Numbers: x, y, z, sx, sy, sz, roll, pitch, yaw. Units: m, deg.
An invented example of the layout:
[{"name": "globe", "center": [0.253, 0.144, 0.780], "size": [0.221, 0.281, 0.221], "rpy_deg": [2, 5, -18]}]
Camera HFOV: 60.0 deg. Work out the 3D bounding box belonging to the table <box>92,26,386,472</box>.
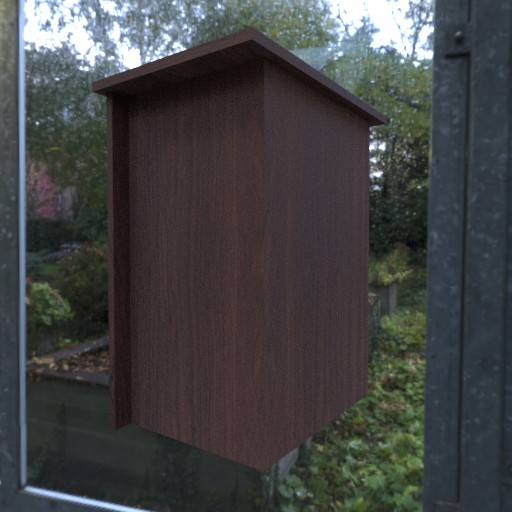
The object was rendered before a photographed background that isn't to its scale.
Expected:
[{"name": "table", "center": [0.000, 0.000, 1.033], "size": [0.406, 0.711, 0.589], "rpy_deg": [1, 2, 36]}]
